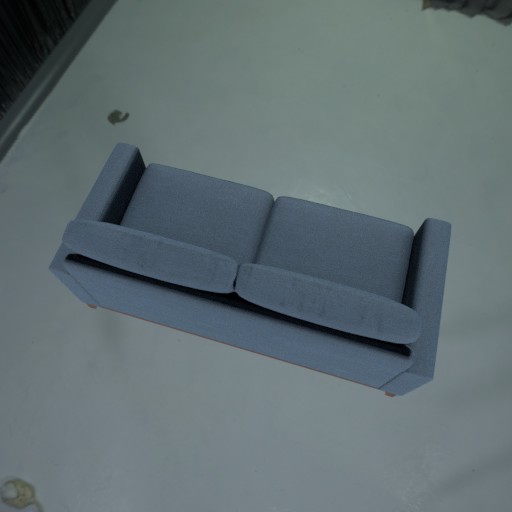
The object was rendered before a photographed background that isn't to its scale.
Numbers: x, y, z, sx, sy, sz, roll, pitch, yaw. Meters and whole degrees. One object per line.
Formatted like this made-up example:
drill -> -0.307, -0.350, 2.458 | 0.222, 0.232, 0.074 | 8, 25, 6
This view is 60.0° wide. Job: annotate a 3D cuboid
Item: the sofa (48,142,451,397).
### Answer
sofa -> 0.000, 0.000, 2.399 | 1.900, 0.865, 0.877 | 15, 65, 7
